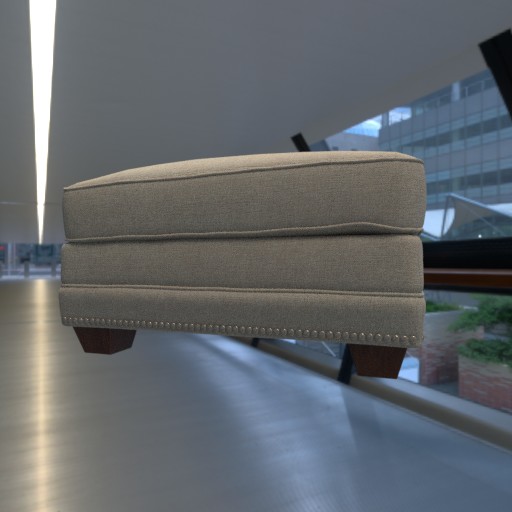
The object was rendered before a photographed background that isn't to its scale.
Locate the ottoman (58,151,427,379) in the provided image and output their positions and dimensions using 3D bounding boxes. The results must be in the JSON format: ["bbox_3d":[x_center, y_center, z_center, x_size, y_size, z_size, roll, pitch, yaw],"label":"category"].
[{"bbox_3d":[0.000,0.000,1.149,0.813,0.458,0.559,0,0,18],"label":"ottoman"}]
